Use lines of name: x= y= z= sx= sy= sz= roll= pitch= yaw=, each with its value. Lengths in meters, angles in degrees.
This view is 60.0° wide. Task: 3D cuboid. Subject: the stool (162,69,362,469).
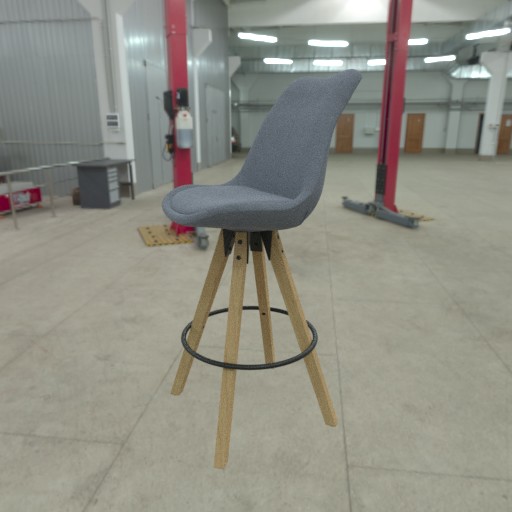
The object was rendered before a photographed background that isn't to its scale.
stool: x=0.000 y=0.000 z=1.423 sx=0.550 sy=1.115 sz=0.485 roll=-8 pitch=18 yaw=-27
